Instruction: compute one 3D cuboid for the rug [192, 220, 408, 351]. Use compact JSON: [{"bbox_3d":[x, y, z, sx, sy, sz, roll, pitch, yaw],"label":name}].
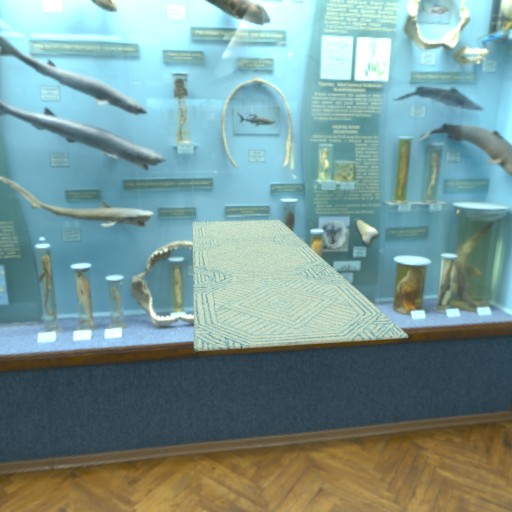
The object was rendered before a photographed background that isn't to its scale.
[{"bbox_3d":[0.000,0.000,2.724,0.775,0.012,2.452,-2,15,-8],"label":"rug"}]
